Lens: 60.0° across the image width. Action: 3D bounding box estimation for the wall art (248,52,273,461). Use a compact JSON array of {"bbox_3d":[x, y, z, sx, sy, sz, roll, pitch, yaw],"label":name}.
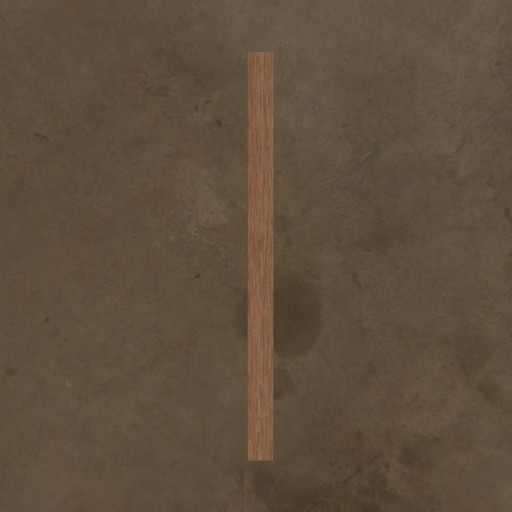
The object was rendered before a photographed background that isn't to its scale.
[{"bbox_3d":[0.000,0.000,0.797,0.028,0.609,0.456,0,90,-1],"label":"wall art"}]
